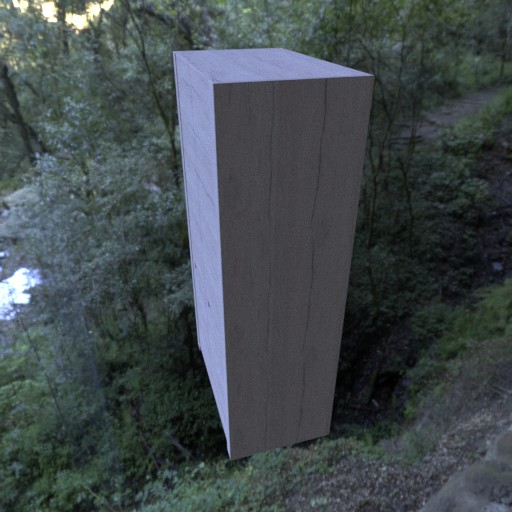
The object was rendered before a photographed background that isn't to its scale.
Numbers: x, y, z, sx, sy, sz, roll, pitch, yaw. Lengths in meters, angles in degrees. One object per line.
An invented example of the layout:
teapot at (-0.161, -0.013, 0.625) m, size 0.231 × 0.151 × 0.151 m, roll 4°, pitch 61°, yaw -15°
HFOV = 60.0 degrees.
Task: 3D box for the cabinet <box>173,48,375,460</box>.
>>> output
cabinet at (0.000, 0.000, 2.382) m, size 0.580 × 1.930 × 0.980 m, roll -9°, pitch 32°, yaw -14°
